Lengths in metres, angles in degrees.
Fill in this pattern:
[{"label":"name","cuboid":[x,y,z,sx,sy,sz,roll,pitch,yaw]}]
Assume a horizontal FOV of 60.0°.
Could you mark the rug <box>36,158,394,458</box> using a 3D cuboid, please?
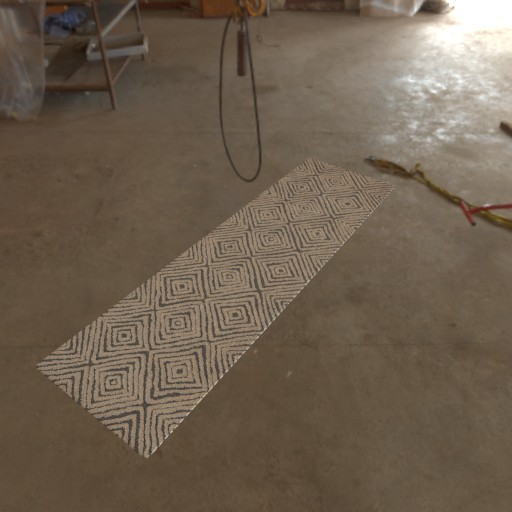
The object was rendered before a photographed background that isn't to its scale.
[{"label":"rug","cuboid":[0.000,0.000,2.434,0.676,0.008,2.277,25,46,26]}]
